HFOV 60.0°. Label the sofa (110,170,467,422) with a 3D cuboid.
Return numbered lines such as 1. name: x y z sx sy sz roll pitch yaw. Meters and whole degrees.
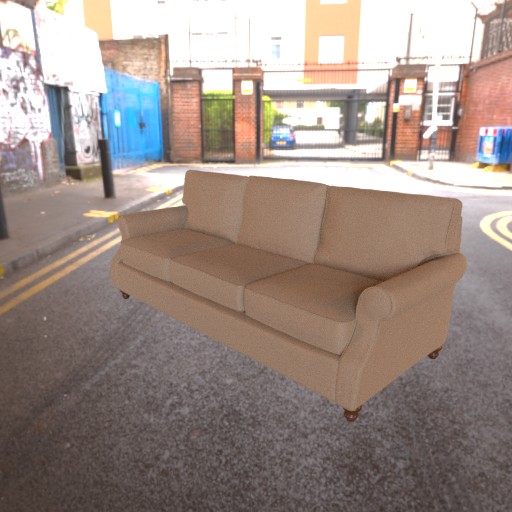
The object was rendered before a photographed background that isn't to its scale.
1. sofa: 0.000 0.000 2.835 0.966 0.948 2.354 -15 22 -42
